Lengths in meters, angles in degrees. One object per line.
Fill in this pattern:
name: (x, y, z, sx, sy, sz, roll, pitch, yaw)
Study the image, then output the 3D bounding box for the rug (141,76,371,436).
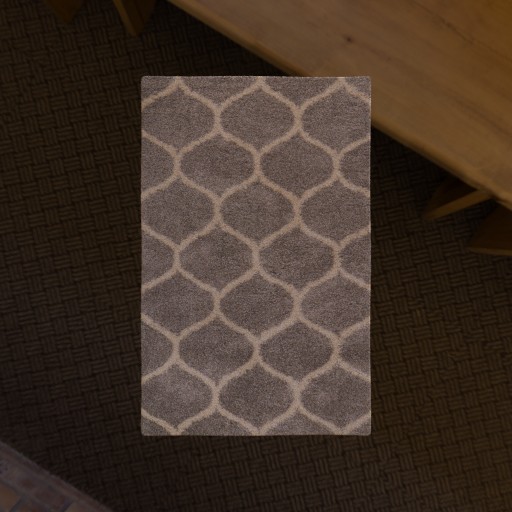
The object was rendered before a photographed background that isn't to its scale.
rug: (0.000, 0.000, 2.902, 1.501, 0.025, 2.348, 0, 90, 0)
